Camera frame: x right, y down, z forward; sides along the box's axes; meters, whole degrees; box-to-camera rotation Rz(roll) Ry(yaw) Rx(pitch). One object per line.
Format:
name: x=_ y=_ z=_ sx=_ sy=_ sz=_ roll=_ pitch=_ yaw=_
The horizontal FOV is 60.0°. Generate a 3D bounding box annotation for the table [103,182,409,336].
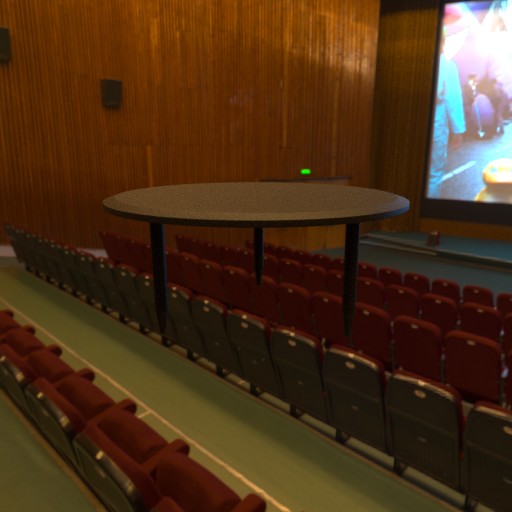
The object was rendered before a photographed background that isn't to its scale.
table: x=0.000 y=0.000 z=1.416 sx=0.900 sy=0.400 sz=0.900 roll=0 pitch=14 yaw=0
